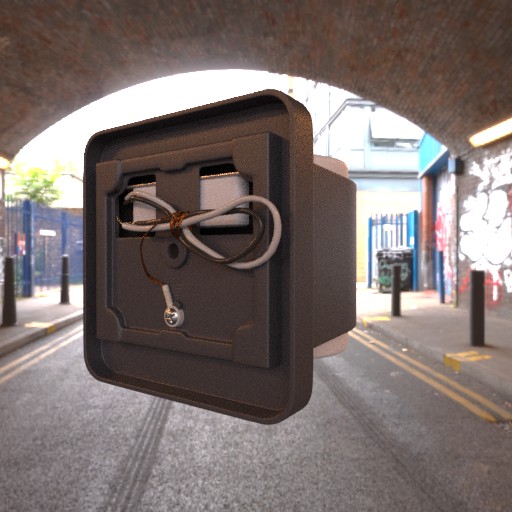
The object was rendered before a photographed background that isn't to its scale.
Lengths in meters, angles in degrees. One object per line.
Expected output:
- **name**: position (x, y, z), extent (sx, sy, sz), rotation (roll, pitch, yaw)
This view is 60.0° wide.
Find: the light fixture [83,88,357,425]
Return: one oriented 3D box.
- **light fixture**: position (0.000, 0.000, 0.215), extent (0.109, 0.109, 0.132), rotation (0, 0, 35)
